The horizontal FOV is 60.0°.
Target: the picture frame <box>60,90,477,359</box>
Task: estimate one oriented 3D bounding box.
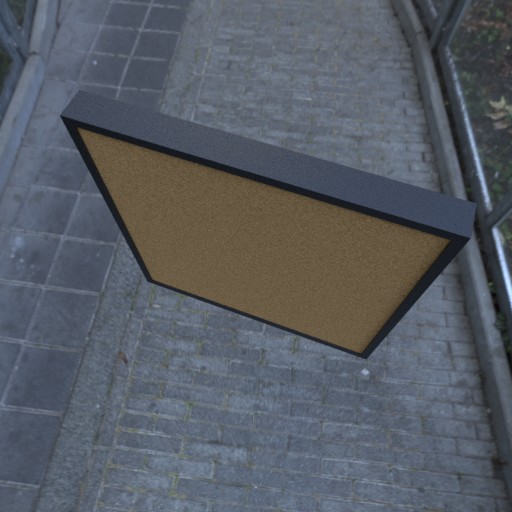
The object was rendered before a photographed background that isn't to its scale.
[{"bbox_3d":[0.000,0.000,0.468,0.317,0.317,0.030,18,64,9],"label":"picture frame"}]
